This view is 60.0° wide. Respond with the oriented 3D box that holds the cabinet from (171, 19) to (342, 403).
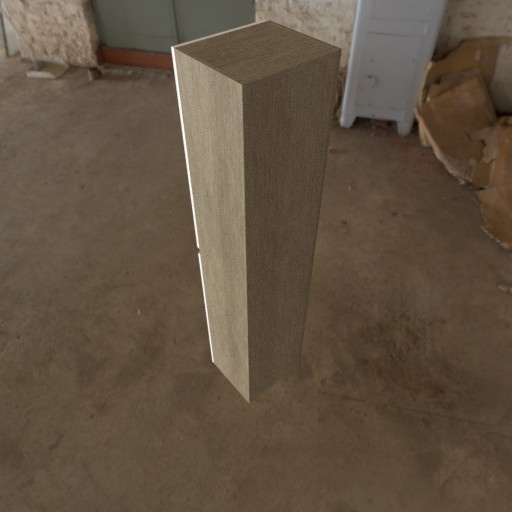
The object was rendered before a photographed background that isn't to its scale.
[{"bbox_3d":[0.000,0.000,1.544,0.300,1.400,0.270,-31,53,-27],"label":"cabinet"}]
